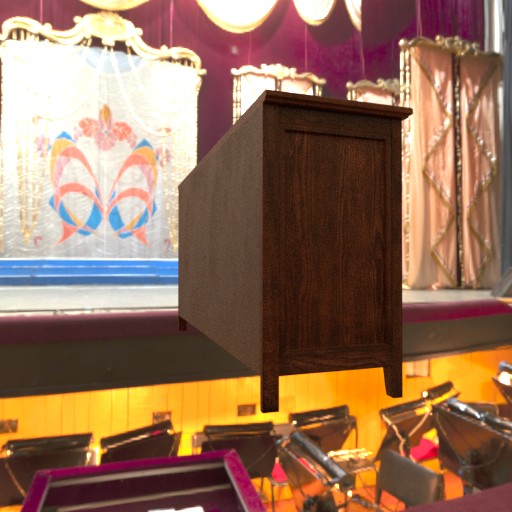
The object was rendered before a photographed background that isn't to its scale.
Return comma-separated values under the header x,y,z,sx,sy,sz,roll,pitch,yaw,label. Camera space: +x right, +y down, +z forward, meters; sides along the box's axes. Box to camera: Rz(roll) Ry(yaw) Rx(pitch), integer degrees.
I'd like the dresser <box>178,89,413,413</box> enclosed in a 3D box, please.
x,y,z,sx,sy,sz,roll,pitch,yaw,label
0.000,0.000,1.960,0.463,0.856,1.551,0,-1,-18,dresser
